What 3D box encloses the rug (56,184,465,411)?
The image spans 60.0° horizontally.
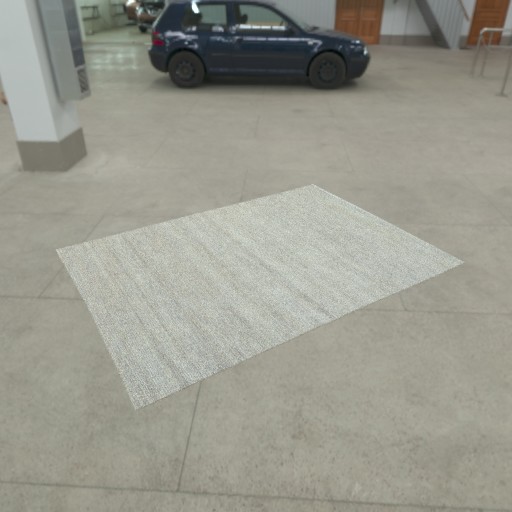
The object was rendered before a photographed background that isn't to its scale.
[{"bbox_3d":[0.000,0.000,2.996,2.264,0.030,1.624,-18,35,-27],"label":"rug"}]
